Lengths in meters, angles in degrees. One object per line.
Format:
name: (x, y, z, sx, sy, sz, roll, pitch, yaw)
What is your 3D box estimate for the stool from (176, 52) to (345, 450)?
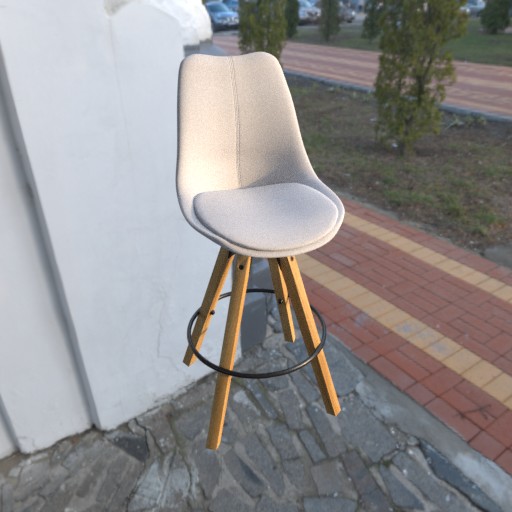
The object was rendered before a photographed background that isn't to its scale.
stool: (0.000, 0.000, 1.389, 0.484, 1.115, 0.550, -9, 31, -16)
